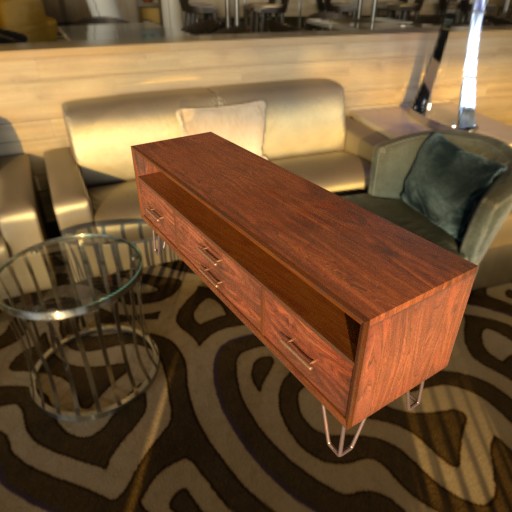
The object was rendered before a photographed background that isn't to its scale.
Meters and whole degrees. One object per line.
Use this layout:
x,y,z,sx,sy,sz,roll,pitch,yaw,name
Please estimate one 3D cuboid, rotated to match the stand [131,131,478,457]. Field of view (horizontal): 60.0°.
0.000,0.000,1.913,0.481,0.610,1.626,-19,37,-28,stand
